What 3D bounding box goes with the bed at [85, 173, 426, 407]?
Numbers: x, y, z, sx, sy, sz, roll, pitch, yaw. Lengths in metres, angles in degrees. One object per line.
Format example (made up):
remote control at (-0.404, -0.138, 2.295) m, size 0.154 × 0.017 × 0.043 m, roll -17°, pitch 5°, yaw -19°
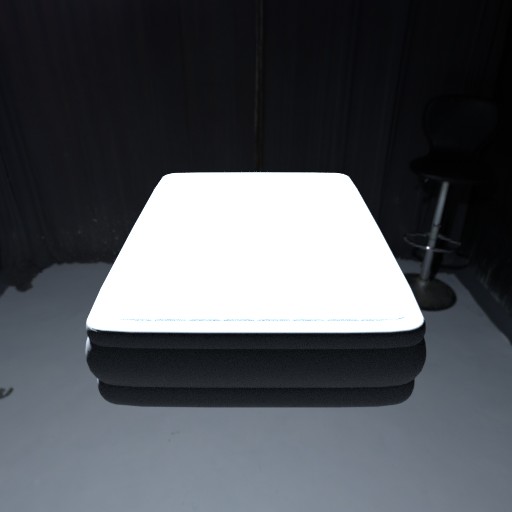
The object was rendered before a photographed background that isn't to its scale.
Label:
bed at (0.000, 0.000, 2.733) m, size 1.520 × 0.460 × 2.036 m, roll 0°, pitch 30°, yaw 0°
